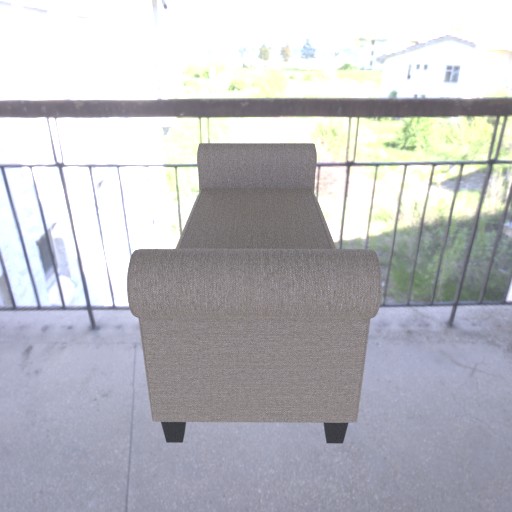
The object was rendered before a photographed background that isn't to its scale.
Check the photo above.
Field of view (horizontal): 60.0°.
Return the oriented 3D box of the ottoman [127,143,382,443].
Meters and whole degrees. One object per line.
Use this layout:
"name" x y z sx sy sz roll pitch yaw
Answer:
"ottoman" 0.000 0.000 1.527 0.521 0.547 1.256 0 25 0
